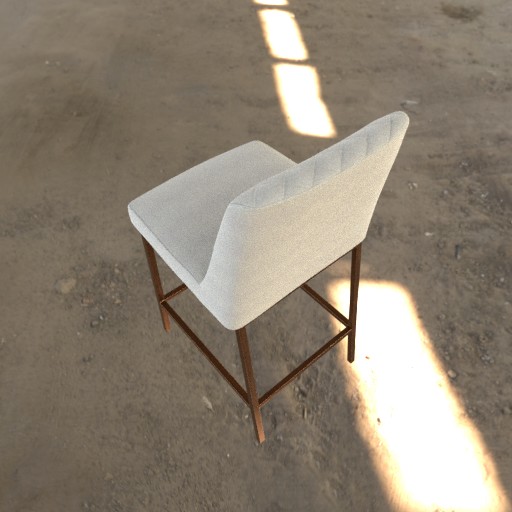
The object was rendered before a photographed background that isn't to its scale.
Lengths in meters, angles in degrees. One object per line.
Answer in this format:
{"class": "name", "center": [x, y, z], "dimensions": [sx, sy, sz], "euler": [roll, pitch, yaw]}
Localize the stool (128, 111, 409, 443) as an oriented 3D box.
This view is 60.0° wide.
{"class": "stool", "center": [0.000, 0.000, 1.299], "dimensions": [0.507, 0.973, 0.576], "euler": [-32, 55, -26]}
